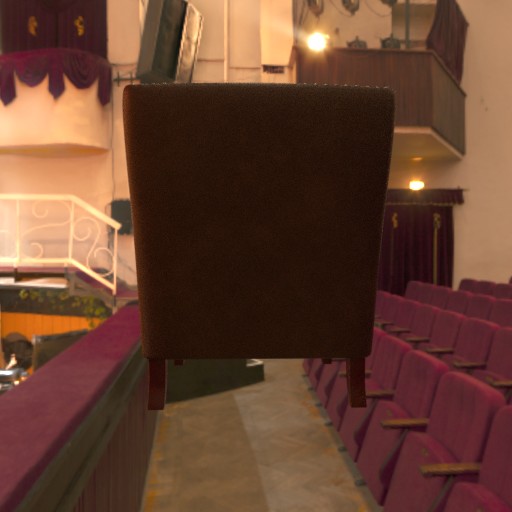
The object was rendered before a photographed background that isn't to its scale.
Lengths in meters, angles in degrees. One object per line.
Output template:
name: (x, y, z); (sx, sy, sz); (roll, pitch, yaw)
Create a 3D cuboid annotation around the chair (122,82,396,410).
chair: (0.000, 0.000, 1.337); (0.639, 0.813, 0.704); (0, 1, -2)
